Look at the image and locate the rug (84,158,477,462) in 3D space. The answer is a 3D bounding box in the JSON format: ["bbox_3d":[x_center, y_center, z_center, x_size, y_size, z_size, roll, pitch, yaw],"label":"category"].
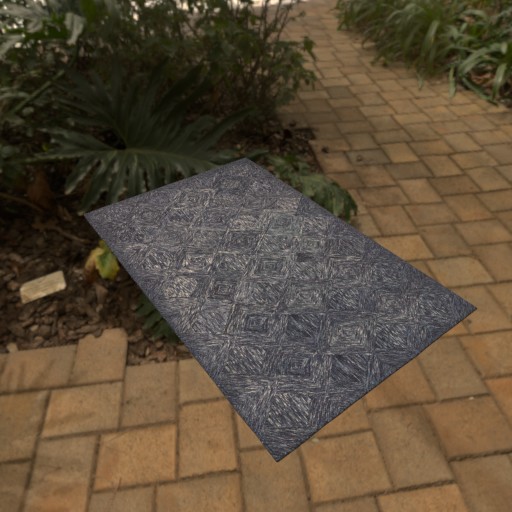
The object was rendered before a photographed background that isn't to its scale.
[{"bbox_3d":[0.000,0.000,2.233,1.139,0.010,1.754,-26,46,-27],"label":"rug"}]
